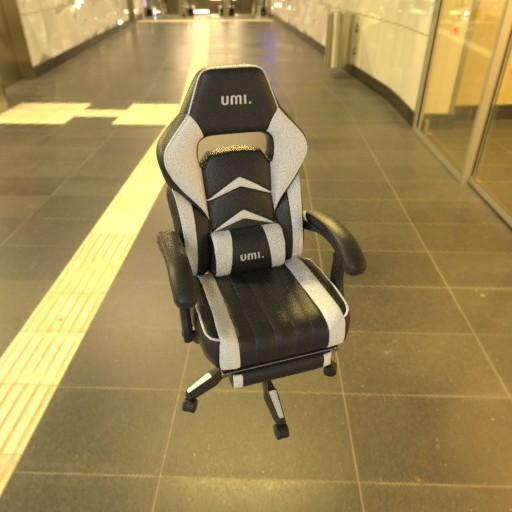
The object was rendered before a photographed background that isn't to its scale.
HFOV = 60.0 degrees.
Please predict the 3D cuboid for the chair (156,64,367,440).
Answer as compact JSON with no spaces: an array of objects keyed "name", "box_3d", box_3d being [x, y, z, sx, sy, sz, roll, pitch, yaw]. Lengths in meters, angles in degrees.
[{"name":"chair","box_3d":[0.000,0.000,1.601,0.676,1.200,0.700,-10,33,-15]}]
